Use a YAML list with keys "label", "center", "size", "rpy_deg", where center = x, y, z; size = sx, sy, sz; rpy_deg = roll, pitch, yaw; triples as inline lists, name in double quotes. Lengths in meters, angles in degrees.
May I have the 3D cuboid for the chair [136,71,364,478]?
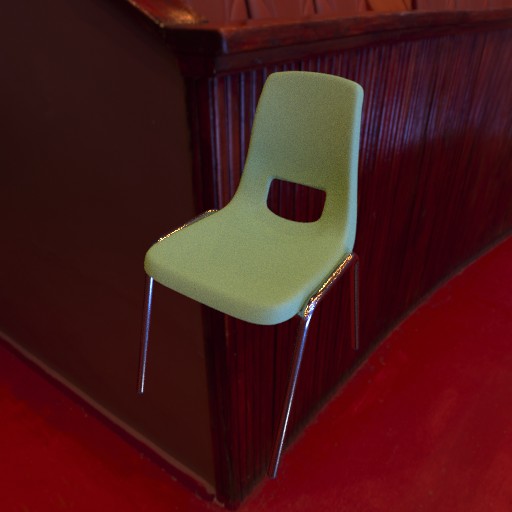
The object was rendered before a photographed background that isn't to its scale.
- label: "chair"
  center: [0.000, 0.000, 0.913]
  size: [0.381, 0.653, 0.436]
  rpy_deg: [20, 37, 29]
